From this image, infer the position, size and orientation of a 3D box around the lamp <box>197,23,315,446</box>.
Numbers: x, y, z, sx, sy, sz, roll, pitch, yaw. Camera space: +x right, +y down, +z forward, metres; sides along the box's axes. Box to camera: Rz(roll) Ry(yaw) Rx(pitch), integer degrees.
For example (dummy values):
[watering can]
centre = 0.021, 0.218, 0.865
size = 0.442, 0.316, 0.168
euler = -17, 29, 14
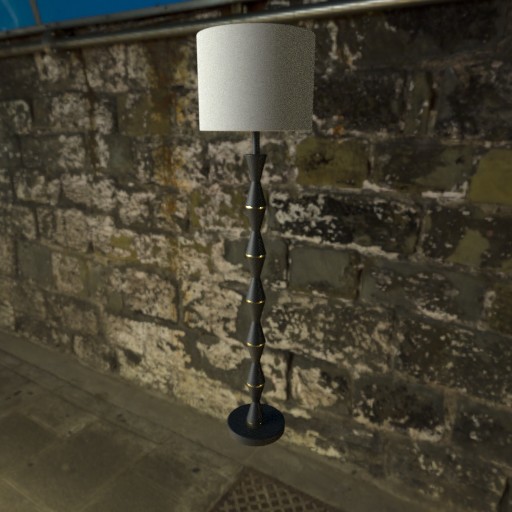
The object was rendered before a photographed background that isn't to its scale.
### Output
[lamp]
centre = 0.000, 0.000, 1.639
size = 0.381, 1.480, 0.381
euler = -15, 22, -42
